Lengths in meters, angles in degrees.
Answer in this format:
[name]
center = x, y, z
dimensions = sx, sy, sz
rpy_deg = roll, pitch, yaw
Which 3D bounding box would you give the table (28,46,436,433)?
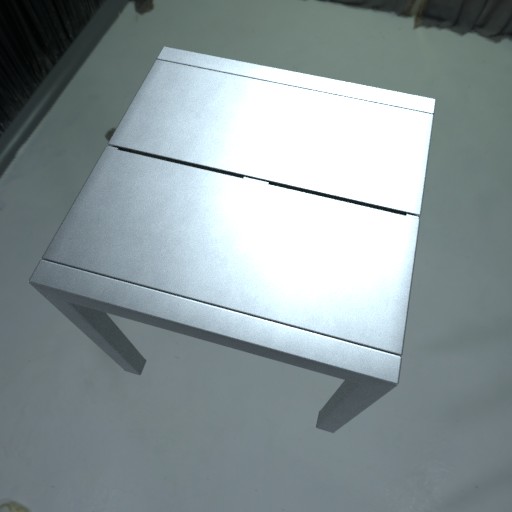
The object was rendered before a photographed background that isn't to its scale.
[table]
center = 0.000, 0.000, 0.911
dimensions = 0.508, 0.508, 0.508
rpy_deg = 14, 63, 7
